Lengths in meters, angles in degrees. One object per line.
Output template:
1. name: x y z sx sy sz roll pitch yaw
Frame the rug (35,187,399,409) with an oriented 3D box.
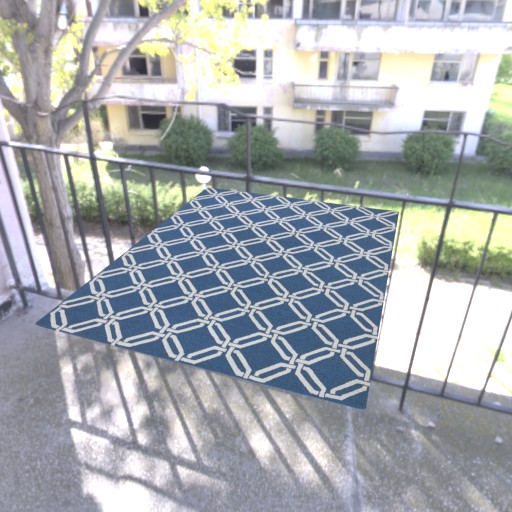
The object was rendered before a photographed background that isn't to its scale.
1. rug: 0.000 0.000 3.929 2.277 0.020 2.867 10 31 17
